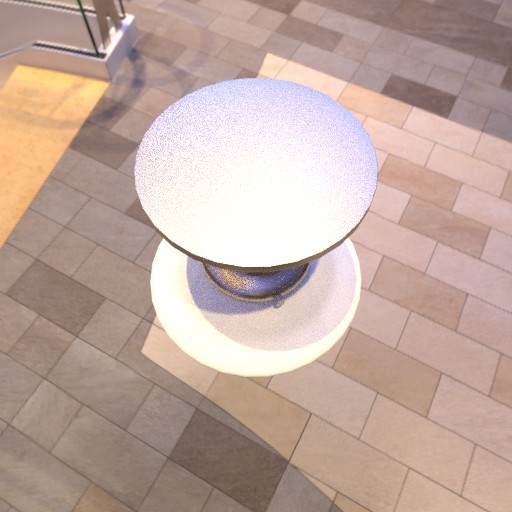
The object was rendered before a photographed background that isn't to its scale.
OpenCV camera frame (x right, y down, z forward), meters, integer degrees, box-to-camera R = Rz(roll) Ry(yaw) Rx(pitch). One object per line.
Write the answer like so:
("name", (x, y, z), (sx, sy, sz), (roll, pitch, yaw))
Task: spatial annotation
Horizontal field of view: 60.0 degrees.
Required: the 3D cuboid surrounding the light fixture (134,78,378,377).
("light fixture", (0.000, 0.000, 0.391), (0.199, 0.254, 0.199), (0, 61, 0))
